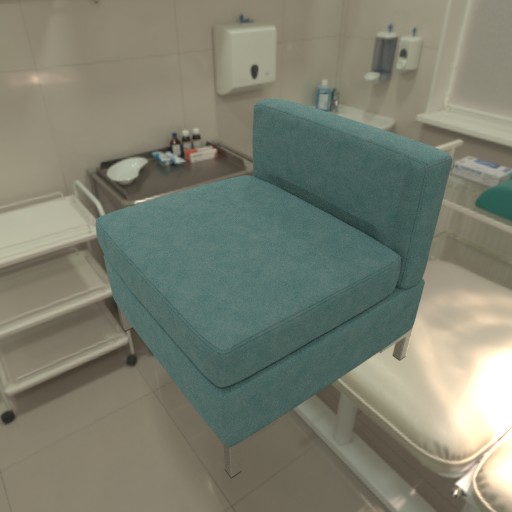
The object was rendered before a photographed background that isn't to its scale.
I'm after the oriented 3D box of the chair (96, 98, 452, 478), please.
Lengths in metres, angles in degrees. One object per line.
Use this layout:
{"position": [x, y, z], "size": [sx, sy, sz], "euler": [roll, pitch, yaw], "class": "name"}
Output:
{"position": [0.000, 0.000, 1.237], "size": [0.685, 0.660, 0.684], "euler": [-22, 39, -30], "class": "chair"}
